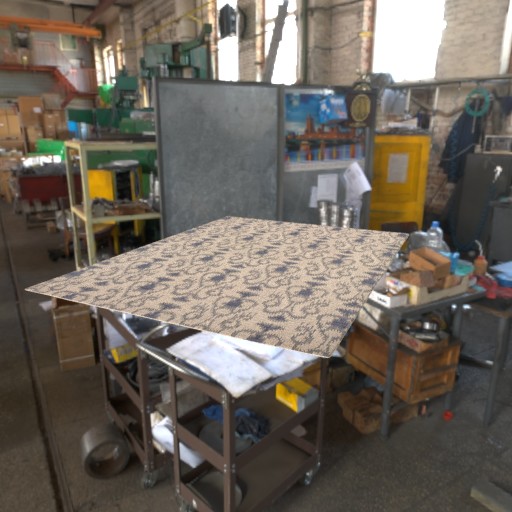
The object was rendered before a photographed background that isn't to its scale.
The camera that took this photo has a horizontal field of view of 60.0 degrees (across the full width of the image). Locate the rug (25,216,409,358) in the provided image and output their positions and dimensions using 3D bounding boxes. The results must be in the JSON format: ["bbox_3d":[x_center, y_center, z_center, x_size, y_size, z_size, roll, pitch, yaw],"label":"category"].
[{"bbox_3d":[0.000,0.000,4.292,2.437,0.015,3.205,8,18,25],"label":"rug"}]
